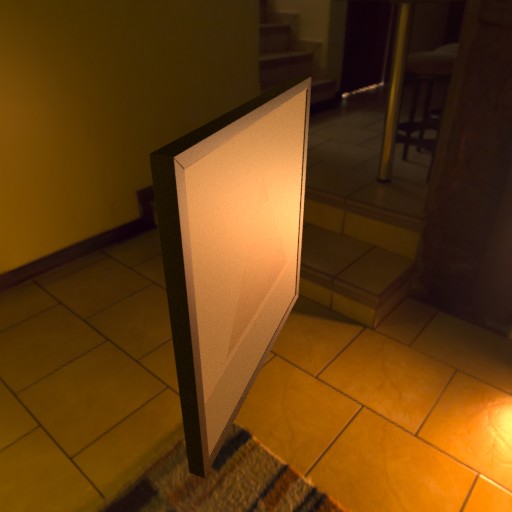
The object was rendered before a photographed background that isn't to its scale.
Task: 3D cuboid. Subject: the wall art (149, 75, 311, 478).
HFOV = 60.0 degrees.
[{"bbox_3d":[0.000,0.000,0.765,0.028,0.511,0.513,11,32,18],"label":"wall art"}]
